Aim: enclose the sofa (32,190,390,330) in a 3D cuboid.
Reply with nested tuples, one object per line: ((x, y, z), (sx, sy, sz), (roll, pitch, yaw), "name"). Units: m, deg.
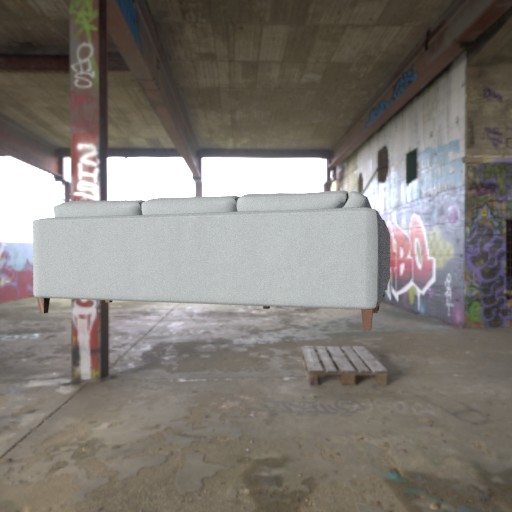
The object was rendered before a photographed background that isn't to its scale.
((0.000, 0.000, 4.452), (2.551, 0.853, 3.238), (0, 0, 18), "sofa")
